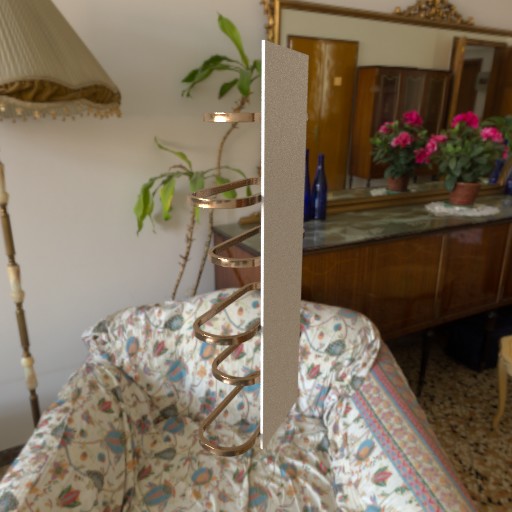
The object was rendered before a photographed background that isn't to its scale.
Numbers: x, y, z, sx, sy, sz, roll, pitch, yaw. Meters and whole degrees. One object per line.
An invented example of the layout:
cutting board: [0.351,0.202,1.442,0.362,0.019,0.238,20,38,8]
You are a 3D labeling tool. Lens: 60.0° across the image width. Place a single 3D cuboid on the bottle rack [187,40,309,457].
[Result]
bottle rack: [0.000,0.000,0.837,0.118,0.709,0.332,8,19,25]
